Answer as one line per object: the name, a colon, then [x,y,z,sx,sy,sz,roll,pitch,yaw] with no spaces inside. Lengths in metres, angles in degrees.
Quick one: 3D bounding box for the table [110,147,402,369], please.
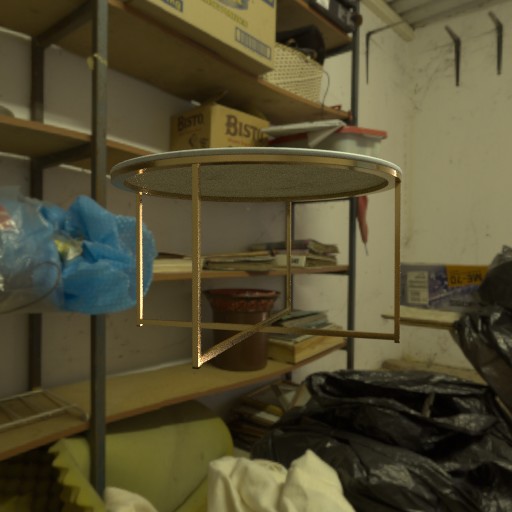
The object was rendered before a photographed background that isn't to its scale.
table: [0.000,0.000,1.282,0.800,0.450,0.800,0,1,0]
